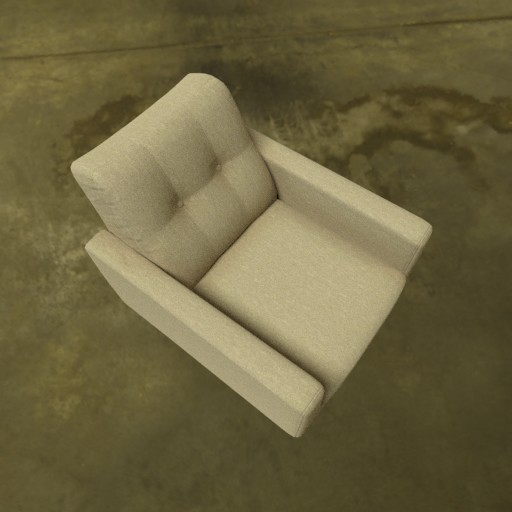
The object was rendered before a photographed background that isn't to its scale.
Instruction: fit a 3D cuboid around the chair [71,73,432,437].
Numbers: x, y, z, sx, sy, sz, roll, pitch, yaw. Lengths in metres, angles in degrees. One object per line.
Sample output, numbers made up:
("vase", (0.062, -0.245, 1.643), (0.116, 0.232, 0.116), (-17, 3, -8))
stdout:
("chair", (0.000, 0.000, 1.831), (1.128, 0.965, 0.897), (33, 64, 18))
